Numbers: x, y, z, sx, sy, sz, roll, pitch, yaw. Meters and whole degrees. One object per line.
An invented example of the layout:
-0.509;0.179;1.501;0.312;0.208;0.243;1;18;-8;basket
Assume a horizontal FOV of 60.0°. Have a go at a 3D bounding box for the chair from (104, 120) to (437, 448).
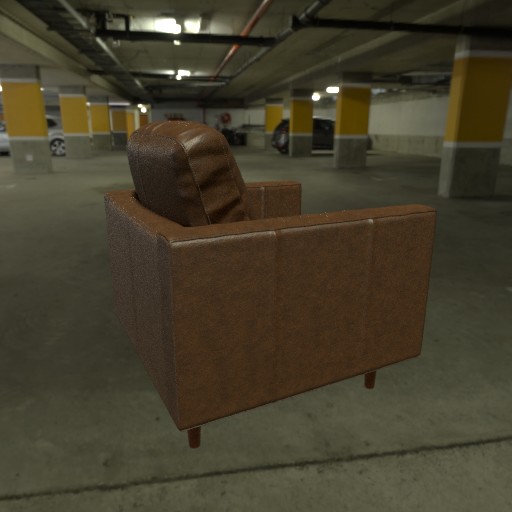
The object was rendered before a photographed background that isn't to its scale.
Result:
0.000;0.000;1.643;0.909;0.956;0.890;-8;18;-26;chair
